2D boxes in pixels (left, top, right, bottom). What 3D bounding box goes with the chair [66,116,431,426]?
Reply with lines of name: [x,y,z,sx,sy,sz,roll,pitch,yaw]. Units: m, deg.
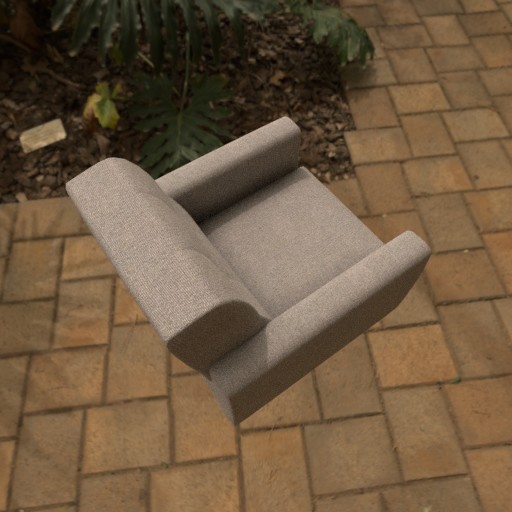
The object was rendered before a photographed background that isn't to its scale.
chair: [0.000,0.000,1.668,0.942,0.968,0.845,-32,64,-18]
